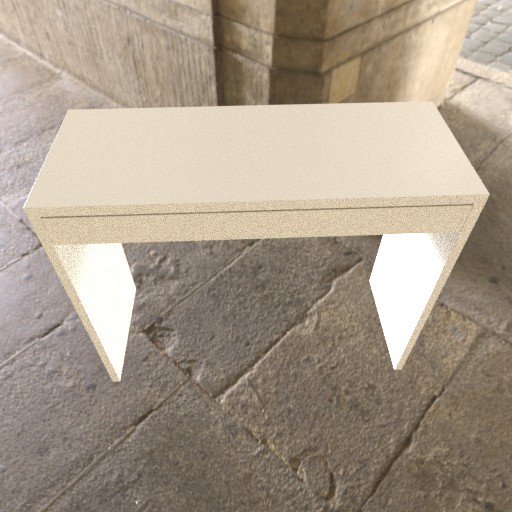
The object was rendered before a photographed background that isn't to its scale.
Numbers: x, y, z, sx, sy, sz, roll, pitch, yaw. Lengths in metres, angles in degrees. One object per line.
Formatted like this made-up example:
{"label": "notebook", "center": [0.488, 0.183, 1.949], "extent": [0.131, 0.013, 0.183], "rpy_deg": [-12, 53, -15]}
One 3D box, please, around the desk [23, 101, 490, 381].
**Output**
{"label": "desk", "center": [0.000, 0.000, 1.375], "extent": [1.000, 0.790, 0.400], "rpy_deg": [-2, 48, -2]}
